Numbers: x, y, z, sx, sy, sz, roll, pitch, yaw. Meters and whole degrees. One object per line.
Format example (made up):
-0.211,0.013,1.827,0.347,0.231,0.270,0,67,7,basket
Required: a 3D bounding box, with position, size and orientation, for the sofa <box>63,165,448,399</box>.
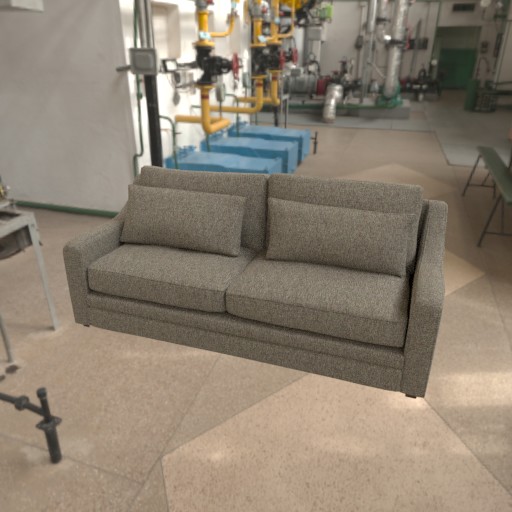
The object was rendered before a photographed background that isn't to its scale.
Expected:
0.000,0.000,3.061,2.418,0.998,1.103,8,27,16,sofa
